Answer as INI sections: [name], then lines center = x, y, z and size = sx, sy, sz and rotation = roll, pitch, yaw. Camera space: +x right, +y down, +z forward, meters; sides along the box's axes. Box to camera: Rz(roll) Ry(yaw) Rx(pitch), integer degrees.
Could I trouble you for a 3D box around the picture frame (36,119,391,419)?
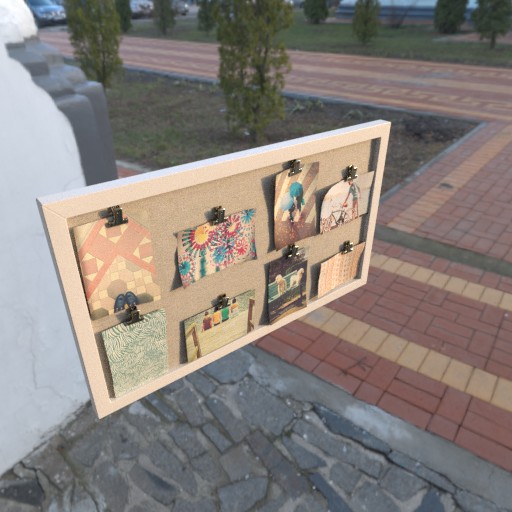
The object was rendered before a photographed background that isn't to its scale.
[picture frame]
center = 0.000, 0.000, 0.792
size = 0.647, 0.379, 0.044
rotation = -21, 37, -31
